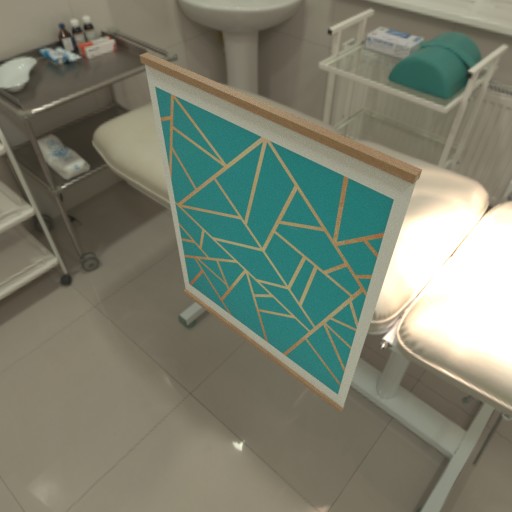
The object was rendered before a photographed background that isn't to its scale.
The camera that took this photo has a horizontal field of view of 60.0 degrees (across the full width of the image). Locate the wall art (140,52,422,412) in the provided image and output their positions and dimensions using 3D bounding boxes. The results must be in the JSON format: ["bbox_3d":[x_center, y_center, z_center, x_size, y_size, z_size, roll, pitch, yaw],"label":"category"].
[{"bbox_3d":[0.000,0.000,0.689,0.405,0.508,0.012,33,55,27],"label":"wall art"}]
